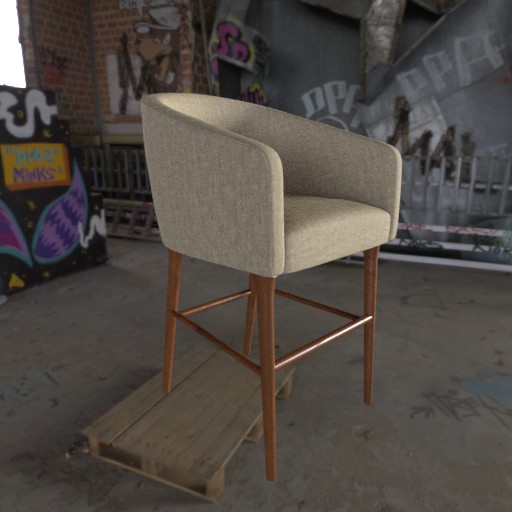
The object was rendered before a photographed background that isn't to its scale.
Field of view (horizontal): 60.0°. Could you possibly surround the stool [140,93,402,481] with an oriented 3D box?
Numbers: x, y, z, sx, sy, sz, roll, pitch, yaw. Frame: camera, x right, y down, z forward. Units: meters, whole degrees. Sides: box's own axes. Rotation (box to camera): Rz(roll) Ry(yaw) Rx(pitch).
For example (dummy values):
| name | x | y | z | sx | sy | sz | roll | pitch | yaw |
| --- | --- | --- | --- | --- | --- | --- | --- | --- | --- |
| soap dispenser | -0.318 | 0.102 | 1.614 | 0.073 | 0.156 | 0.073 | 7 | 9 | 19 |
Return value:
| name | x | y | z | sx | sy | sz | roll | pitch | yaw |
| --- | --- | --- | --- | --- | --- | --- | --- | --- | --- |
| stool | 0.000 | 0.000 | 1.322 | 0.635 | 0.952 | 0.559 | 14 | 20 | 43 |
